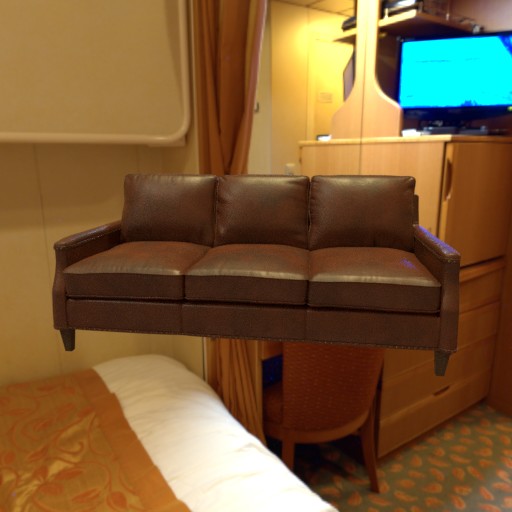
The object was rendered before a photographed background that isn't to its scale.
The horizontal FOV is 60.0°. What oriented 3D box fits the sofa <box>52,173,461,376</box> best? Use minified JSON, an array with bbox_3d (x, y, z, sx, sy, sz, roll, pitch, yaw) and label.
[{"bbox_3d":[0.000,0.000,2.840,2.240,1.003,1.084,2,13,8],"label":"sofa"}]
